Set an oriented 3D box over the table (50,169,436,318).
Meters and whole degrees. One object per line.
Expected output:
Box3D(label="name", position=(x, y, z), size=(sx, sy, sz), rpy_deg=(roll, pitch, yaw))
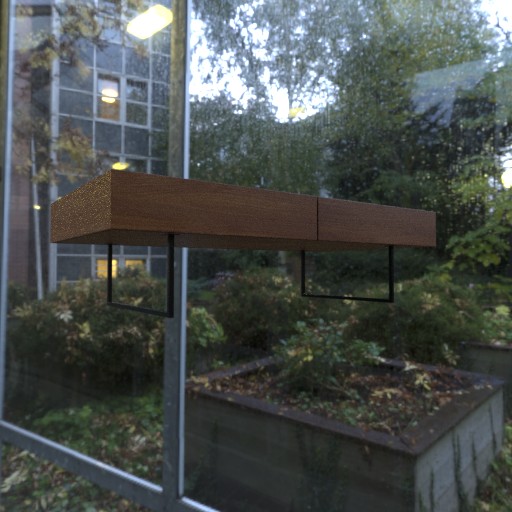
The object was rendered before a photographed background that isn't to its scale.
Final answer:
Box3D(label="table", position=(0.000, 0.000, 1.527), size=(1.194, 0.330, 0.610), rpy_deg=(1, -2, -36))
